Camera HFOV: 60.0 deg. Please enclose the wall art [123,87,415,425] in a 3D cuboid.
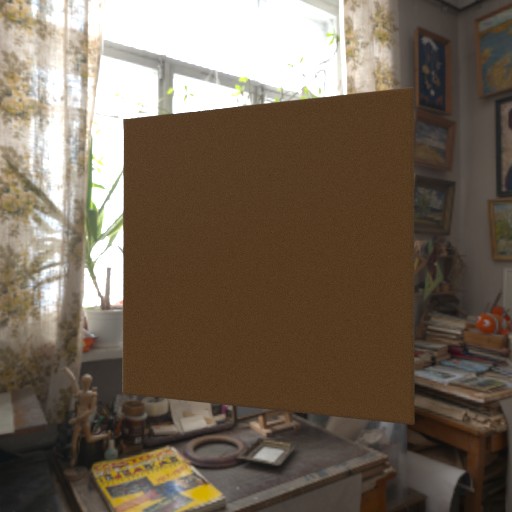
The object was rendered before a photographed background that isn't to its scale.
[{"bbox_3d":[0.000,0.000,1.917,1.287,1.288,0.078,0,0,18],"label":"wall art"}]
